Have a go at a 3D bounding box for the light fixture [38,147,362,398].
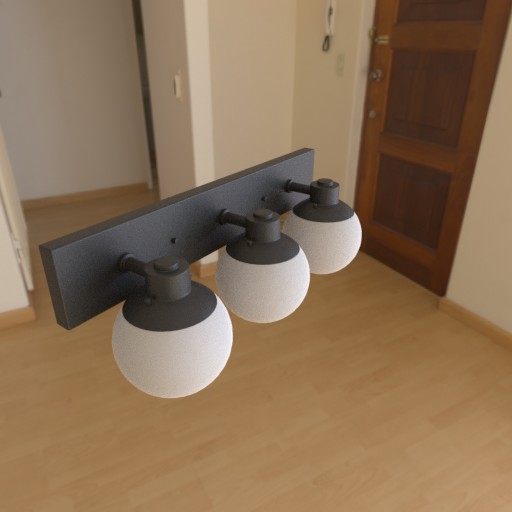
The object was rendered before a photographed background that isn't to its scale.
[{"bbox_3d":[0.000,0.000,0.870,0.218,0.263,0.721,18,32,32],"label":"light fixture"}]
